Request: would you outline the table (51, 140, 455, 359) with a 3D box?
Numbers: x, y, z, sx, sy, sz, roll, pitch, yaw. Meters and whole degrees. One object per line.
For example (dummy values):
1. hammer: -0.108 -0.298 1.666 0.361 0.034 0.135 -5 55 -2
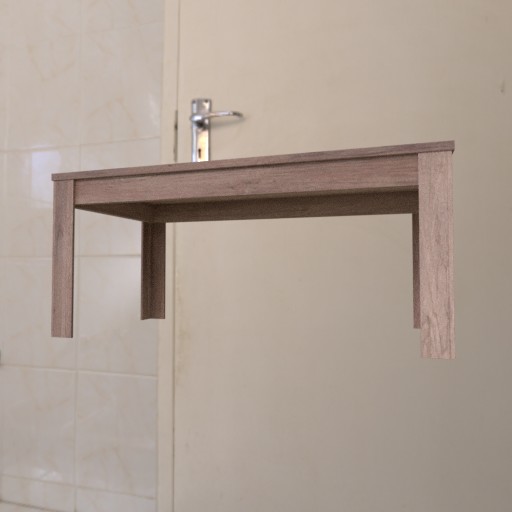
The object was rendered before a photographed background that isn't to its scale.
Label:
1. table: 0.000 0.000 2.294 1.800 0.790 0.900 -1 -2 18
